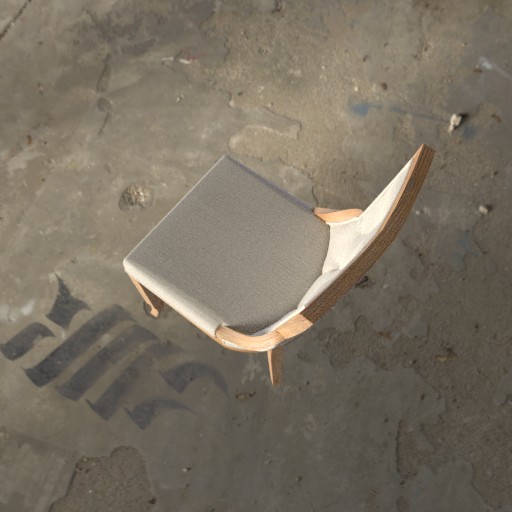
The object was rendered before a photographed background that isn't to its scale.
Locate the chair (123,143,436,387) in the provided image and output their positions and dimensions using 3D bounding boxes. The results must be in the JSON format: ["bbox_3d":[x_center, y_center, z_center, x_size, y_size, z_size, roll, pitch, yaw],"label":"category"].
[{"bbox_3d":[0.000,0.000,1.321,0.641,0.947,0.524,34,69,15],"label":"chair"}]
